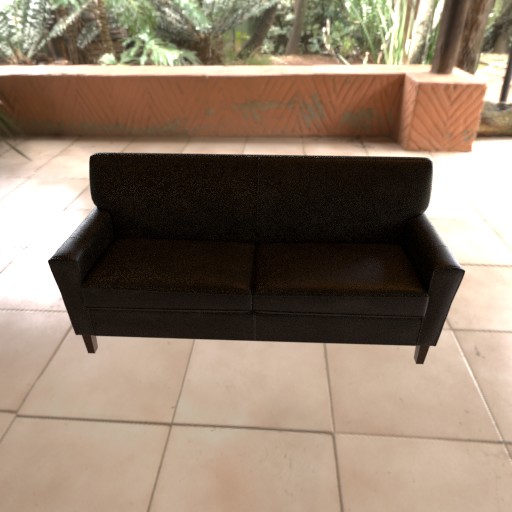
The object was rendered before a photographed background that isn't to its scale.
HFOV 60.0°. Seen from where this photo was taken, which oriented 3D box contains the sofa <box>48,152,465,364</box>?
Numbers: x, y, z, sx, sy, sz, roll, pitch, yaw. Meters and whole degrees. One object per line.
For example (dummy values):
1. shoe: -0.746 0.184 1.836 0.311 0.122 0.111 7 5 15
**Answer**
1. sofa: 0.000 0.000 2.555 2.053 0.947 0.805 1 31 2
